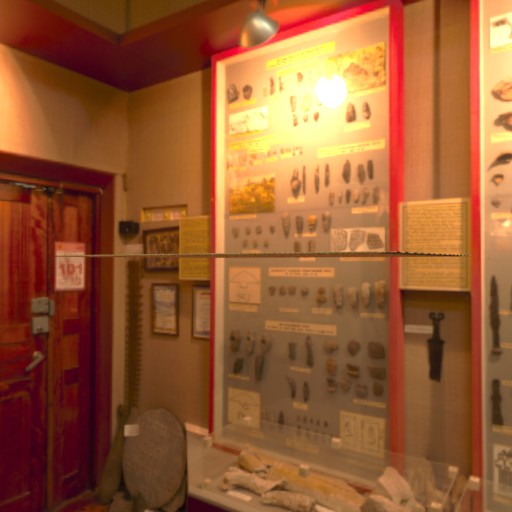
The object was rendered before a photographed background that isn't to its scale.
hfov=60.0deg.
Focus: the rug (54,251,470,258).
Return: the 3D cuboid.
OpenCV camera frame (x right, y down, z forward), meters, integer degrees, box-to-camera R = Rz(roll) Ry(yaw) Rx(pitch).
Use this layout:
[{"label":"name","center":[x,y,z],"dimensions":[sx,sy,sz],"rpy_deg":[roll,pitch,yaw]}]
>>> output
[{"label":"rug","center":[0.000,0.000,3.041],"dimensions":[2.435,0.010,1.544],"rpy_deg":[0,-1,36]}]
